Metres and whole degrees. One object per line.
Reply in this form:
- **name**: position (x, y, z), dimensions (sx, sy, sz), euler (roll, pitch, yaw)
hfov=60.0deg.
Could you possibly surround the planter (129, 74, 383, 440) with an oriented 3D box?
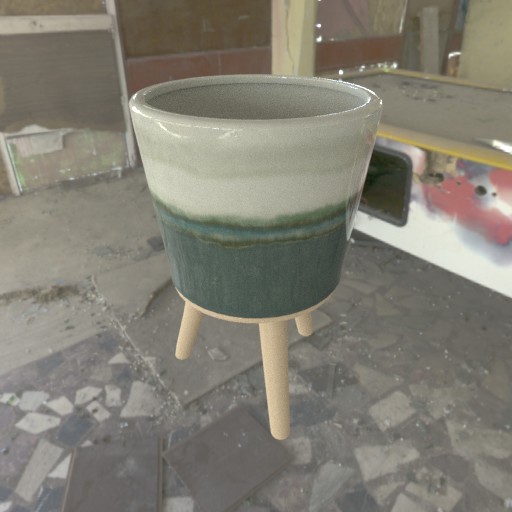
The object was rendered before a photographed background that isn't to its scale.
- **planter**: position (0.000, 0.000, 0.471), dimensions (0.217, 0.331, 0.217), euler (-1, 31, -2)
